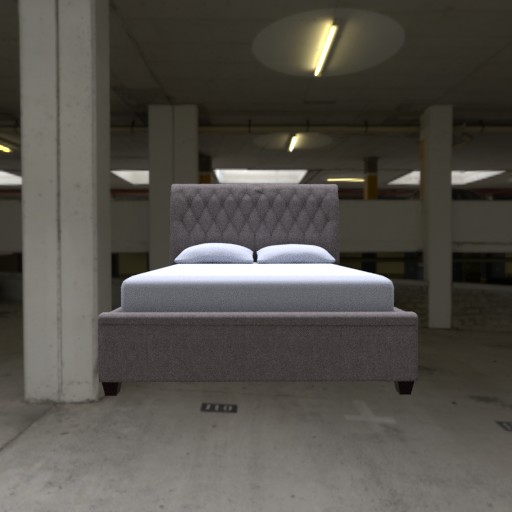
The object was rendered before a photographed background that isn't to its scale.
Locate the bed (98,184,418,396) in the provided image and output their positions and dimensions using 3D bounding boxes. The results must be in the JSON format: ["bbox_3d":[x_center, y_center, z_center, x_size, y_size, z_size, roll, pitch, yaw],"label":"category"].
[{"bbox_3d":[0.000,0.000,3.361,1.645,1.371,2.252,0,1,-1],"label":"bed"}]
